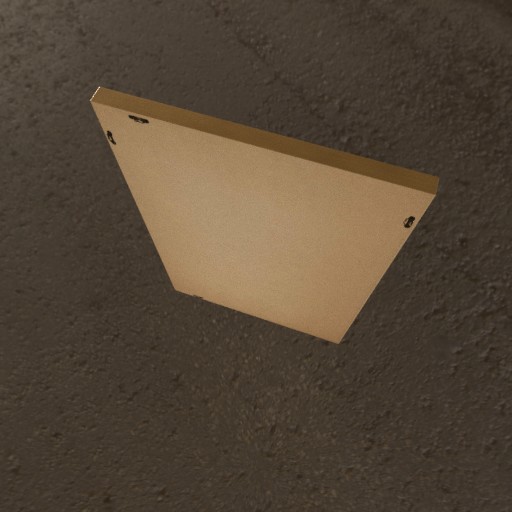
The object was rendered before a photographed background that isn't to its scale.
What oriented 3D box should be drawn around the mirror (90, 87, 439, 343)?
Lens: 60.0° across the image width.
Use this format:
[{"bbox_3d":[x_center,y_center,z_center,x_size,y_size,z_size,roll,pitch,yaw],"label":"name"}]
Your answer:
[{"bbox_3d":[0.000,0.000,1.158,0.609,0.915,0.041,17,65,8],"label":"mirror"}]
